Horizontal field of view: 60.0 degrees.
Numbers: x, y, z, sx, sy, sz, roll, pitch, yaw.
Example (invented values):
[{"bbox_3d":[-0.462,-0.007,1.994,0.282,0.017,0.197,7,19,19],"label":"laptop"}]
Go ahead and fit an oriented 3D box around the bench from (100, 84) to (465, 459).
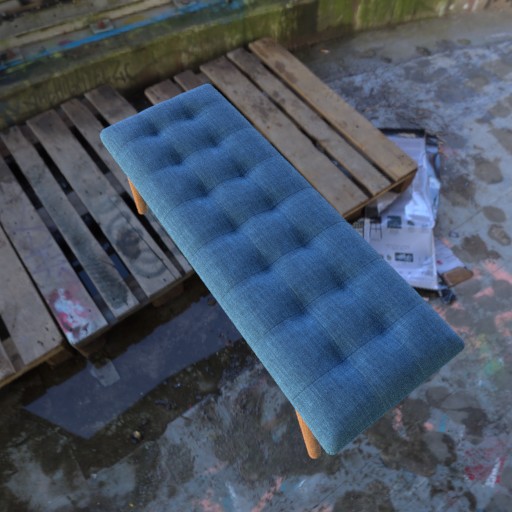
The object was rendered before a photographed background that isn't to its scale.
[{"bbox_3d":[0.000,0.000,1.336,0.406,0.432,1.118,-31,64,-17],"label":"bench"}]
